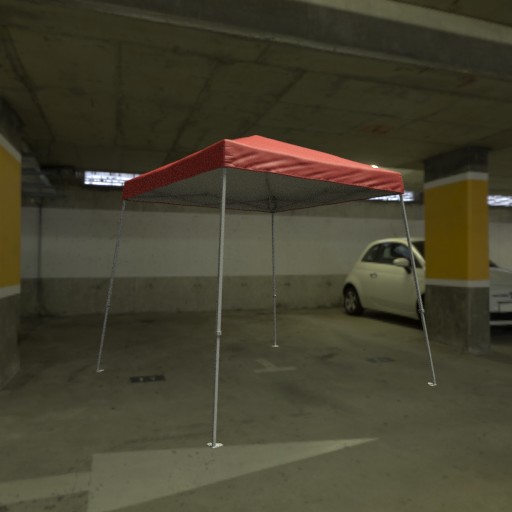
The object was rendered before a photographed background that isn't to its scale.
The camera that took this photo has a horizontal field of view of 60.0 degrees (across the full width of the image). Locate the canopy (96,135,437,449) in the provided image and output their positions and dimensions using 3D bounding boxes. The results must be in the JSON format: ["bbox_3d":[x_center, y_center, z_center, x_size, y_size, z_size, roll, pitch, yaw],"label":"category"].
[{"bbox_3d":[0.000,0.000,5.213,2.849,2.849,2.848,1,-1,-36],"label":"canopy"}]
